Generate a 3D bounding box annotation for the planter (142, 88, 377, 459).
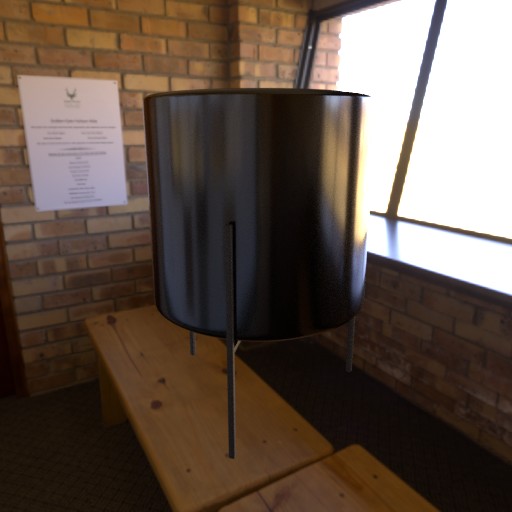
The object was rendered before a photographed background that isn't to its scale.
[{"bbox_3d":[0.000,0.000,0.641,0.310,0.432,0.310,8,18,26],"label":"planter"}]
